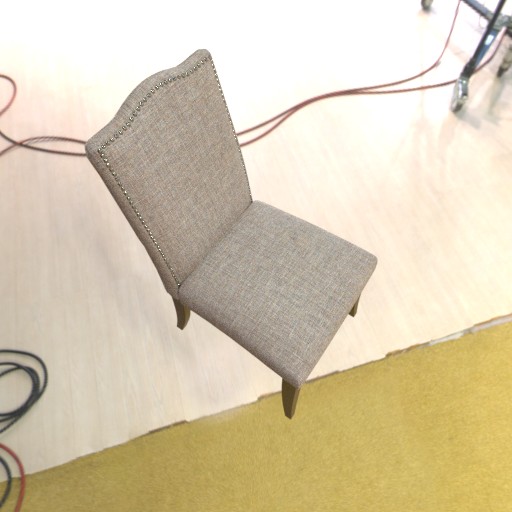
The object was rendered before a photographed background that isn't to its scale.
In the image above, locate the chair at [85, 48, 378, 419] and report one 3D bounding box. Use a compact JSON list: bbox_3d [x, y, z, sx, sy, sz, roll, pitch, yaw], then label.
[{"bbox_3d":[0.000,0.000,1.389,0.660,1.016,0.513,31,64,17],"label":"chair"}]
